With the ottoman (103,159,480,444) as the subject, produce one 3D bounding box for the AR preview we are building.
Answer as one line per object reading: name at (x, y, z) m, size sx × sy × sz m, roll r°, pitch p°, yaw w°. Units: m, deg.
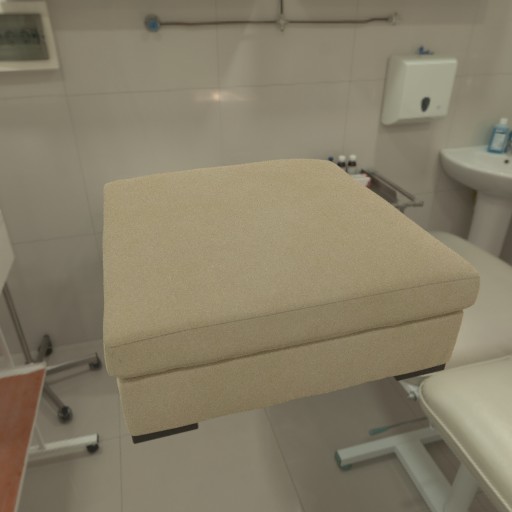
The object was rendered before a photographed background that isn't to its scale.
ottoman at (0.000, 0.000, 1.838) m, size 1.190 × 0.522 × 1.205 m, roll -8°, pitch 31°, yaw -14°
